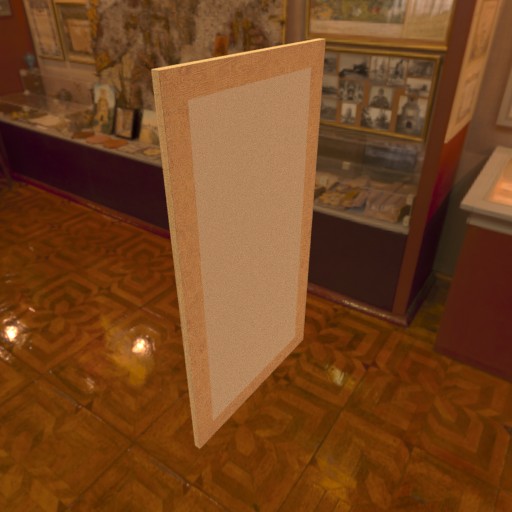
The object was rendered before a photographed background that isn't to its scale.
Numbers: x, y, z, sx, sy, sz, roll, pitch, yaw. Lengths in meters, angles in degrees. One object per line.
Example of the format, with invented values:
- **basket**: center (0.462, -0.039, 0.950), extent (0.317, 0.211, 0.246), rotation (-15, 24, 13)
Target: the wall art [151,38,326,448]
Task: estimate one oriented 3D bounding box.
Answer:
- **wall art**: center (0.000, 0.000, 0.808), extent (0.013, 0.683, 0.381), rotation (21, 38, 30)
